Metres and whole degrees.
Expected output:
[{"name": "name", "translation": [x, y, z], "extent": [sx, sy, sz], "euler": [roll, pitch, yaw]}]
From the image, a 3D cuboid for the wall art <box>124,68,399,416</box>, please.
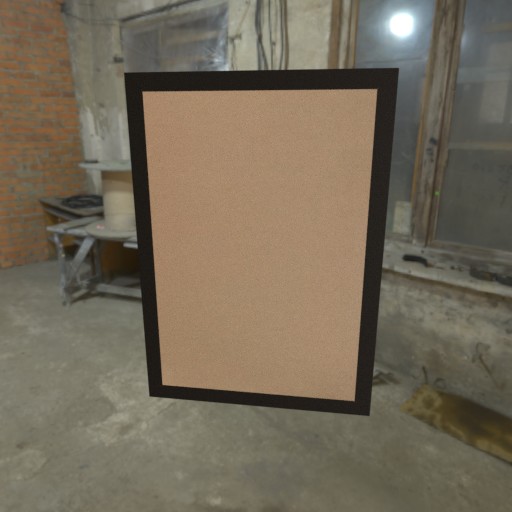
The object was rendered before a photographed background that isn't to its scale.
[{"name": "wall art", "translation": [0.000, 0.000, 0.683], "extent": [0.379, 0.530, 0.008], "euler": [2, 17, 8]}]
